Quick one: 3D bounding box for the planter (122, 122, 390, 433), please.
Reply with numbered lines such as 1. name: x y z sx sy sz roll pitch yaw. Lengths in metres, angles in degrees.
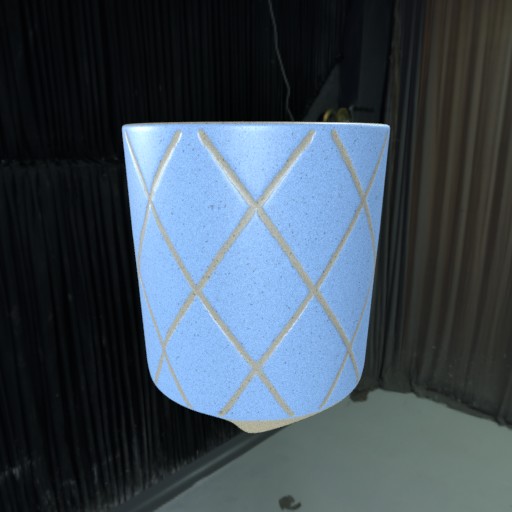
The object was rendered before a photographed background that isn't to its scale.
1. planter: 0.000 0.000 0.354 0.191 0.200 0.191 0 15 0
